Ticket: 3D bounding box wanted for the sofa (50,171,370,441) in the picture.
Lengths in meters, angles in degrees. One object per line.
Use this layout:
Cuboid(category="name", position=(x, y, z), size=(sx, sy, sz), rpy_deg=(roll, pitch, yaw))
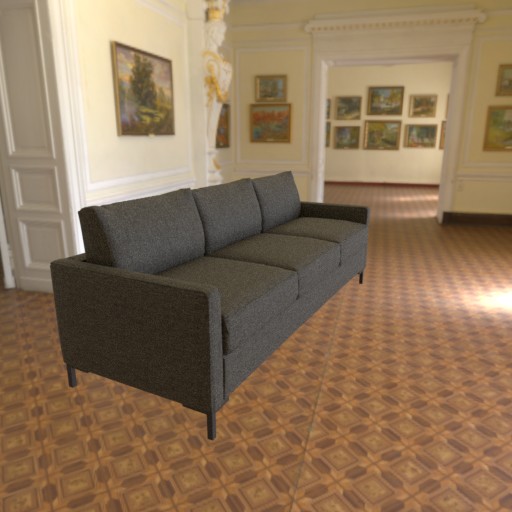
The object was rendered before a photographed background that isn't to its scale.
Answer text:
Cuboid(category="sofa", position=(0.000, 0.000, 2.728), size=(0.876, 0.879, 2.253), rpy_deg=(8, 17, 27))
